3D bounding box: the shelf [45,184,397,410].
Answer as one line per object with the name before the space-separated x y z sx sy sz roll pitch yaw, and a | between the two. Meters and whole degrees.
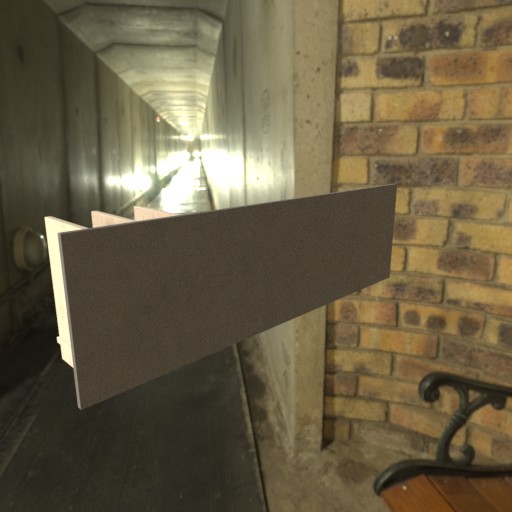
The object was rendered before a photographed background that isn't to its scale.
shelf | 0.000 0.000 1.114 1.020 0.300 0.200 -15 21 -43
